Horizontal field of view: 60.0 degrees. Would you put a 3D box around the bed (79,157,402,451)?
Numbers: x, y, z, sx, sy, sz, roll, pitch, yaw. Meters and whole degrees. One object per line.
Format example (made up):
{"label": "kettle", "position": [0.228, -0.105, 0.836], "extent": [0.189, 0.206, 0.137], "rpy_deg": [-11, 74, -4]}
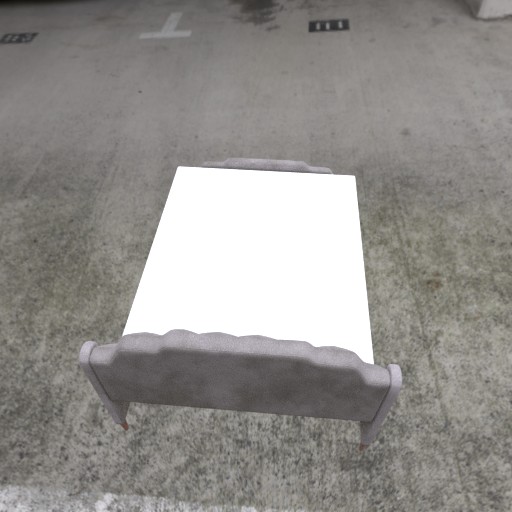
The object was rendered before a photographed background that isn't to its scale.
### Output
{"label": "bed", "position": [0.000, 0.000, 3.329], "extent": [1.676, 1.245, 2.340], "rpy_deg": [4, 48, 3]}
